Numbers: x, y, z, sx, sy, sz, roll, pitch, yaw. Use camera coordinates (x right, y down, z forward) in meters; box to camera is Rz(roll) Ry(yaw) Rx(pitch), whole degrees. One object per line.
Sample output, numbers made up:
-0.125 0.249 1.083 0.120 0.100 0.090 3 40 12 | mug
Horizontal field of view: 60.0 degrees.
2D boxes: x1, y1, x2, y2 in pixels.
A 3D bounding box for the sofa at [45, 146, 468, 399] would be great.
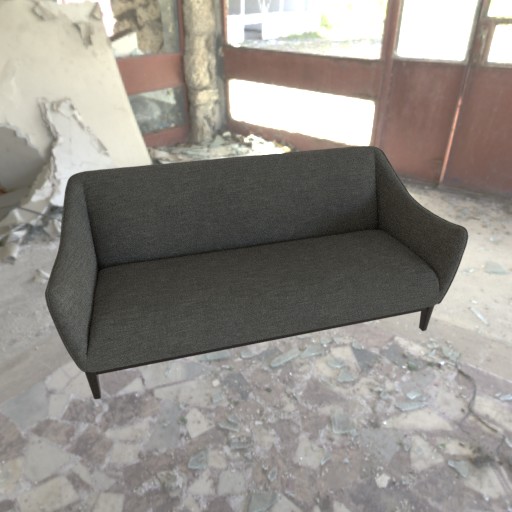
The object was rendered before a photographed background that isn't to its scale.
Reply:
0.000 0.000 2.347 1.928 0.829 0.867 -8 32 -14 | sofa
